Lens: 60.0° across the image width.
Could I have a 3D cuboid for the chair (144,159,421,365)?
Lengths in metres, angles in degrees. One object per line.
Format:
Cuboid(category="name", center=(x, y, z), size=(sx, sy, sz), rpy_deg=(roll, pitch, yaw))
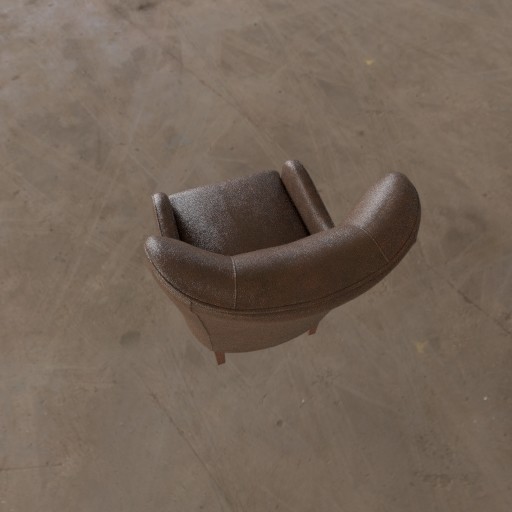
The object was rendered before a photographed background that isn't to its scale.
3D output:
Cuboid(category="chair", center=(0.000, 0.000, 1.607), size=(0.692, 1.048, 0.914), rpy_deg=(-16, 58, -10))
